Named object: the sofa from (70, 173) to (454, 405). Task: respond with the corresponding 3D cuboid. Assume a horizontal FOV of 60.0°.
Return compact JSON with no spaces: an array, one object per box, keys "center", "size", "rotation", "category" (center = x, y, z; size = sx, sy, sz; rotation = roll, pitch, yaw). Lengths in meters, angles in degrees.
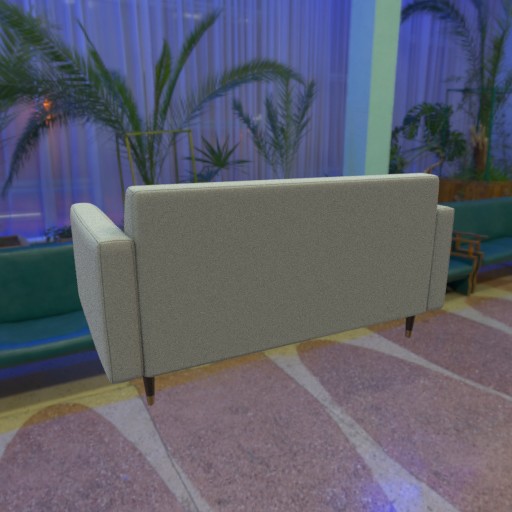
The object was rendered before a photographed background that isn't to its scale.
[{"center":[0.000,0.000,2.152],"size":[1.585,0.801,0.950],"rotation":[-7,16,-26],"category":"sofa"}]
